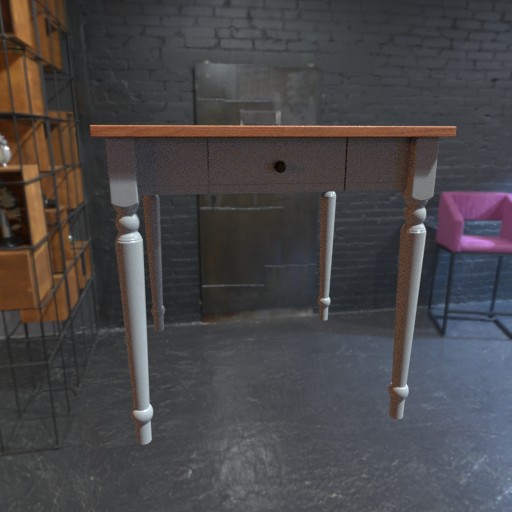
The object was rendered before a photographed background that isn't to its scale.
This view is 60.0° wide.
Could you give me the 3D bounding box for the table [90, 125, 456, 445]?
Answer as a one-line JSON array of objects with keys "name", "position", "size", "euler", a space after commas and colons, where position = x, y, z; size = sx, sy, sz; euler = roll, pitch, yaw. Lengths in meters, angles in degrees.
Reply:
[{"name": "table", "position": [0.000, 0.000, 1.338], "size": [0.747, 0.738, 0.747], "euler": [-2, 15, -8]}]
